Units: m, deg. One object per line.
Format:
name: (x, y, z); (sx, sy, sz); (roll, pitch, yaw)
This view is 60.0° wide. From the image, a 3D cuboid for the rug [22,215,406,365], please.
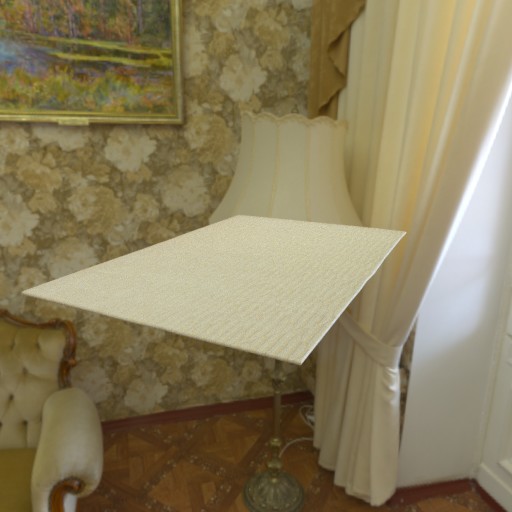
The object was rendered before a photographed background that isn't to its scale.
rug: (0.000, 0.000, 2.332); (1.238, 0.014, 1.848); (8, 18, 26)
